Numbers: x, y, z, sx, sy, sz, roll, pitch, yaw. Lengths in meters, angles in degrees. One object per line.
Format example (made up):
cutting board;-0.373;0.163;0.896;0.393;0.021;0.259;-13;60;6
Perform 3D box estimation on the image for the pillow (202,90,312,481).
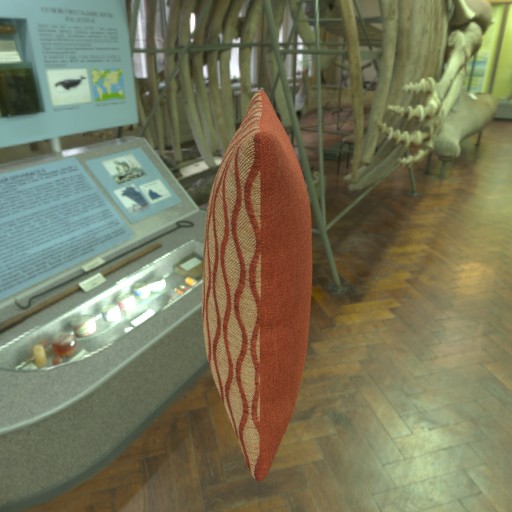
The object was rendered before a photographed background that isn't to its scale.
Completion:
pillow;0.000;0.000;0.660;0.159;0.434;0.429;0;26;-1
